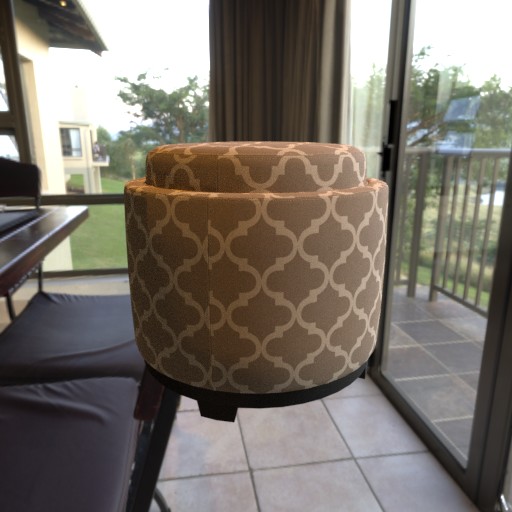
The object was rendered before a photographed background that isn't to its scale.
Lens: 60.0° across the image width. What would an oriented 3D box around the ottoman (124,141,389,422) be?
[{"bbox_3d":[0.000,0.000,0.860,0.480,0.429,0.480,0,15,0],"label":"ottoman"}]
